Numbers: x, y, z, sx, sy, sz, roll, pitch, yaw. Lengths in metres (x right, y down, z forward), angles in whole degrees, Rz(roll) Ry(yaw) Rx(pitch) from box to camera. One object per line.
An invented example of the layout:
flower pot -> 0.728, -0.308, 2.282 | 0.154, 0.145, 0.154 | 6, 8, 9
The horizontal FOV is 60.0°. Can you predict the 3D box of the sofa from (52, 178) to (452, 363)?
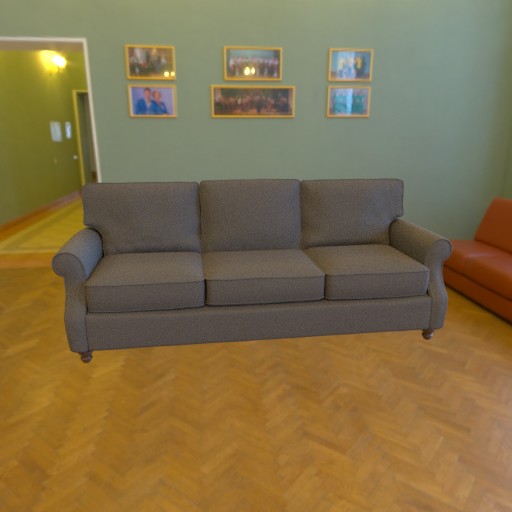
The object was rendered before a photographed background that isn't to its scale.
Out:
sofa -> 0.000, 0.000, 2.900 | 2.353, 0.948, 0.966 | -2, 16, -8
